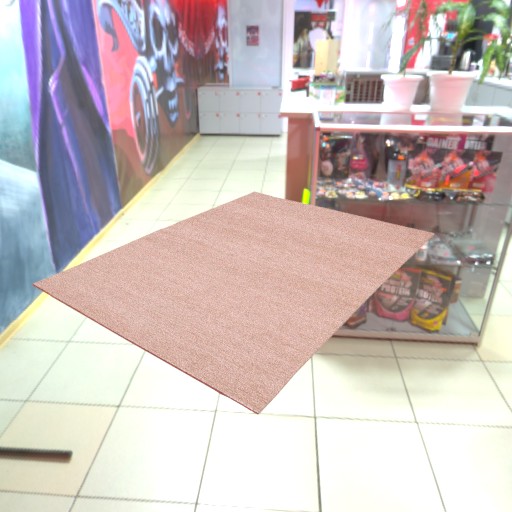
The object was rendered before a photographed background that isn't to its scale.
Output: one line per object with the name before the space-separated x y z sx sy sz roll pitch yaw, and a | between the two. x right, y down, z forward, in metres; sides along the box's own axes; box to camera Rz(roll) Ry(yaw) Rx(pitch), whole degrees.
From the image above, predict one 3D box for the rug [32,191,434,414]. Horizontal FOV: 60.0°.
rug | 0.000 0.000 4.298 2.434 0.045 3.202 19 32 33
